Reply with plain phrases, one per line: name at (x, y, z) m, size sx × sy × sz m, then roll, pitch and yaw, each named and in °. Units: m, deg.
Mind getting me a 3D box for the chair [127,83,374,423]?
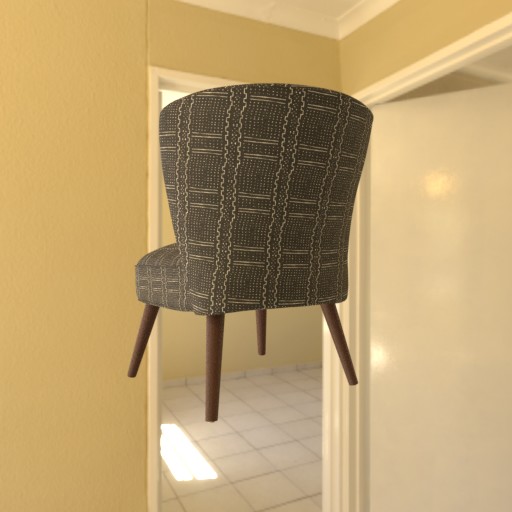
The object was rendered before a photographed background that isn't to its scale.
chair at (0.000, 0.000, 1.445) m, size 0.710 × 0.866 × 0.758 m, roll 0°, pitch 1°, yaw -36°
